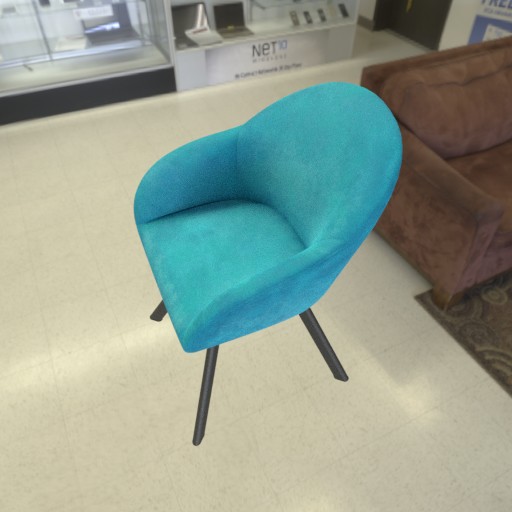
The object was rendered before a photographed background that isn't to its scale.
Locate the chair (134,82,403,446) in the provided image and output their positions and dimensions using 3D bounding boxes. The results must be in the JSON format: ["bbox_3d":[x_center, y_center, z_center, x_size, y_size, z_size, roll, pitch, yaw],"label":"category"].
[{"bbox_3d":[0.000,0.000,1.175,0.590,0.795,0.550,-17,48,-17],"label":"chair"}]
